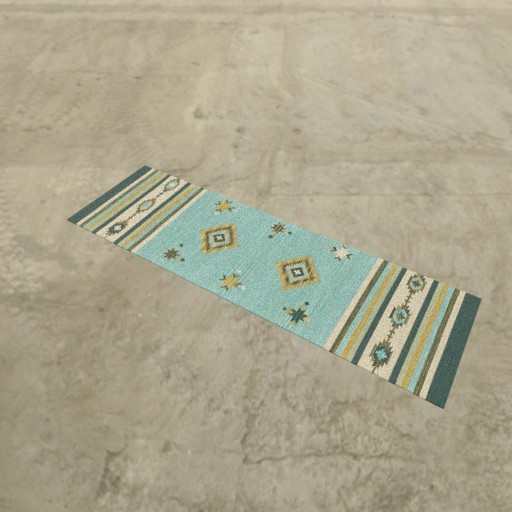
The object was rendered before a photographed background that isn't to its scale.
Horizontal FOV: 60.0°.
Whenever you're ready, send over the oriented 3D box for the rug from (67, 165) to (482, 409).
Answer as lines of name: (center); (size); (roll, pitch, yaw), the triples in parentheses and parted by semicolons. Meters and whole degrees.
rug: (0.000, 0.000, 2.656); (2.441, 0.010, 0.744); (24, 50, 22)
